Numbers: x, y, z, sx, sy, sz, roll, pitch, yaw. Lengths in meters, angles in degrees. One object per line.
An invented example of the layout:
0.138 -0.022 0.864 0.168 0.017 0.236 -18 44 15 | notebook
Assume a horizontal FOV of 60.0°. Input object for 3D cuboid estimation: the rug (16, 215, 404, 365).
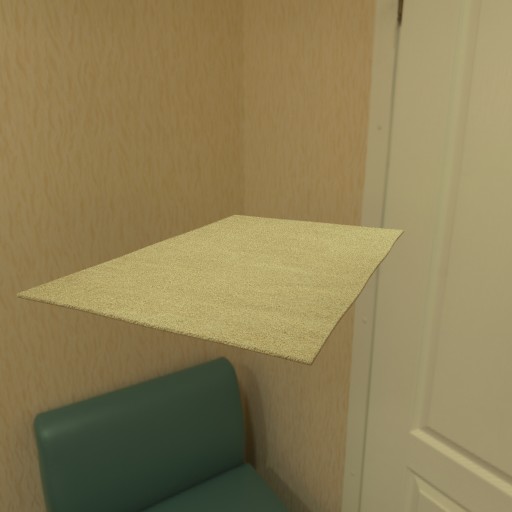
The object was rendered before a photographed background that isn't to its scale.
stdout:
0.000 0.000 3.375 1.800 0.025 2.699 8 18 24 | rug
